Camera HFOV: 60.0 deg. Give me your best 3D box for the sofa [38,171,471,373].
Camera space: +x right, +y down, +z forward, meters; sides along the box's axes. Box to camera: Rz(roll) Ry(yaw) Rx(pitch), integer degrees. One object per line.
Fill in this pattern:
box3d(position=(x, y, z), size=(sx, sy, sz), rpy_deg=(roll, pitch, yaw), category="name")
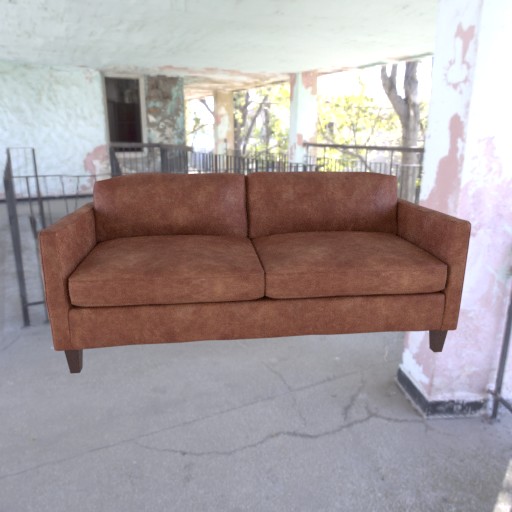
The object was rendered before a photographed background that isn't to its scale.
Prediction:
box3d(position=(0.000, 0.000, 2.434), size=(1.971, 0.863, 0.923), rpy_deg=(-2, 16, -6), category="sofa")
